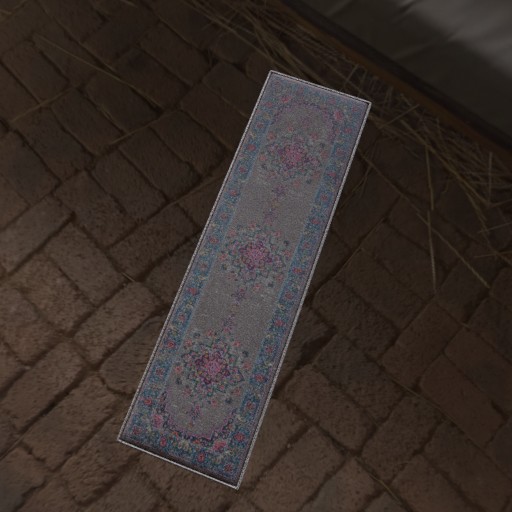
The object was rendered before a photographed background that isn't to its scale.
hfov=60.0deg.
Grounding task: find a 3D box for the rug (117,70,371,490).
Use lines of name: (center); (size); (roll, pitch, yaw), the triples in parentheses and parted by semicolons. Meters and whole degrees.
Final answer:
rug: (0.000, 0.000, 2.465); (0.659, 0.019, 2.297); (20, 77, 5)
